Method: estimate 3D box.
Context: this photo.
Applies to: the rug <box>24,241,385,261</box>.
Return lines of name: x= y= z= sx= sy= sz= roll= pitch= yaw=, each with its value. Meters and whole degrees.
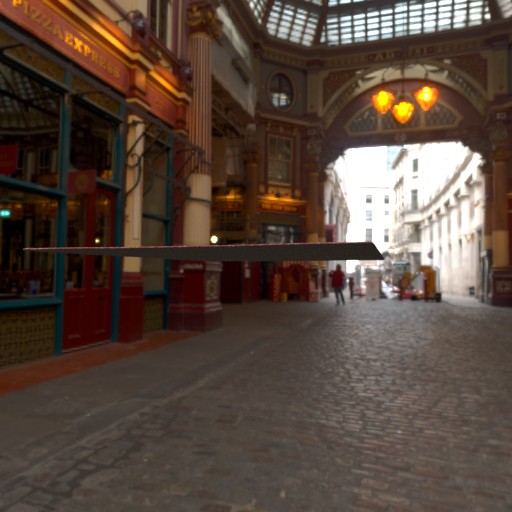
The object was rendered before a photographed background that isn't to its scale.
rug: x=0.000 y=0.000 z=5.140 sx=2.803 sy=0.025 sz=3.965 roll=-1 pitch=-2 yaw=17
